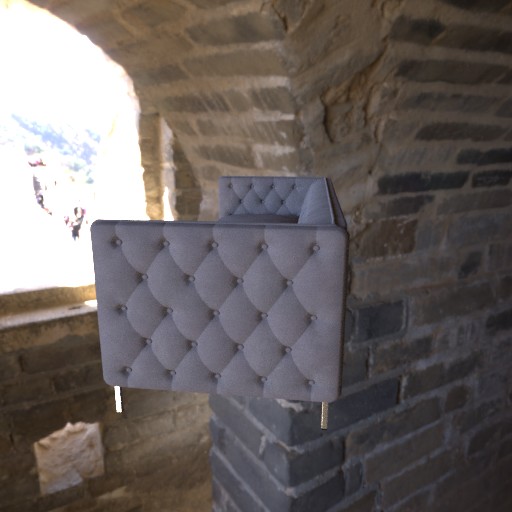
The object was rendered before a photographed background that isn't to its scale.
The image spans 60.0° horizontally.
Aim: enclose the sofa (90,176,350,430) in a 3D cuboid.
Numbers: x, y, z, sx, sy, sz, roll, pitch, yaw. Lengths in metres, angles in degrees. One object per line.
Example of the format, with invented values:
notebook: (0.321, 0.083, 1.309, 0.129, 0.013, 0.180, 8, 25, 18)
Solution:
sofa: (0.000, 0.000, 2.576, 0.895, 0.771, 2.209, 2, 14, 7)
